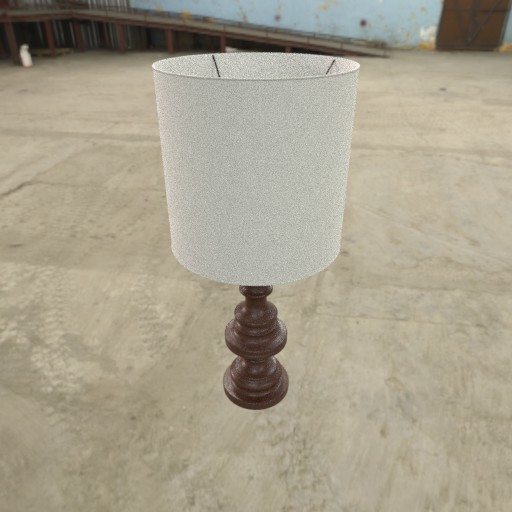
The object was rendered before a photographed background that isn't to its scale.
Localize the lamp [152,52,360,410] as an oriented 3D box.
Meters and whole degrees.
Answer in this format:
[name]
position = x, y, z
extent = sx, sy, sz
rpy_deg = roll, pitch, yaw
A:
[lamp]
position = 0.000, 0.000, 0.567
extent = 0.208, 0.455, 0.208
rpy_deg = 22, 37, 33
